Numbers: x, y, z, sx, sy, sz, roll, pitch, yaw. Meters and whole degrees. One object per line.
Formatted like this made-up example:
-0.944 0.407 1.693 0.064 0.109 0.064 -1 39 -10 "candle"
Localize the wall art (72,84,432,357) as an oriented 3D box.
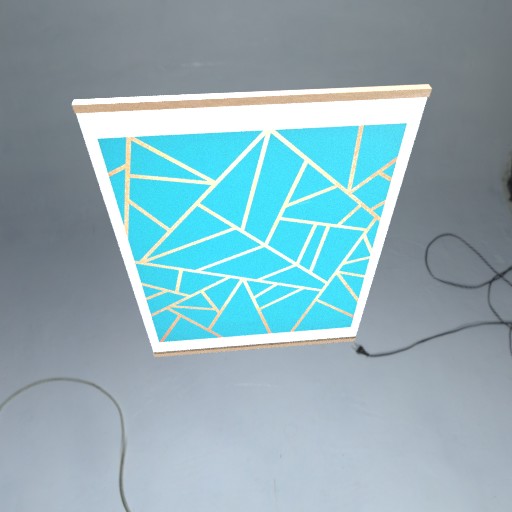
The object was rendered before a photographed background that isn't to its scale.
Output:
0.000 0.000 0.789 0.459 0.608 0.012 -4 47 -4 "wall art"
